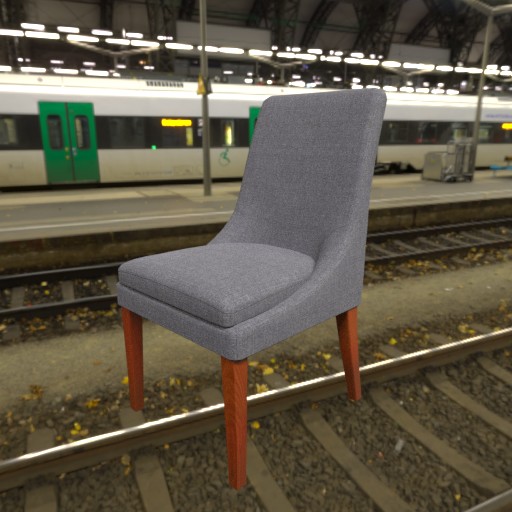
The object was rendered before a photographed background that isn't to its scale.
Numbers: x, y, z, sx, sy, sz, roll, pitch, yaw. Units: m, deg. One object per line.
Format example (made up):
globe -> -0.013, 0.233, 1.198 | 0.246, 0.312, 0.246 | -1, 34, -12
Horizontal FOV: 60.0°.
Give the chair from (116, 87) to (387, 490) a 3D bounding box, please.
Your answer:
chair -> 0.000, 0.000, 1.312 | 0.508, 0.952, 0.655 | 14, 21, 42
